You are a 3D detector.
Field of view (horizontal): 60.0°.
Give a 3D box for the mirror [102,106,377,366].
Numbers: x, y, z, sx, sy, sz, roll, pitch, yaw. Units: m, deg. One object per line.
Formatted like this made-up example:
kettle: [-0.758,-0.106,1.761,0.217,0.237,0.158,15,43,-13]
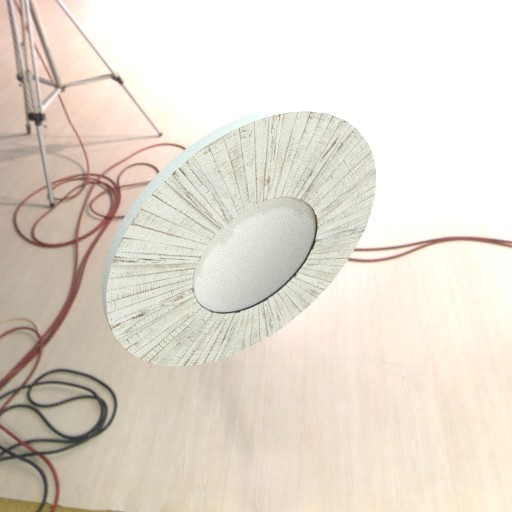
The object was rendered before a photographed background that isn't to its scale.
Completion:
mirror: [0.000,0.000,1.329,0.914,0.914,0.038,-25,52,-22]
